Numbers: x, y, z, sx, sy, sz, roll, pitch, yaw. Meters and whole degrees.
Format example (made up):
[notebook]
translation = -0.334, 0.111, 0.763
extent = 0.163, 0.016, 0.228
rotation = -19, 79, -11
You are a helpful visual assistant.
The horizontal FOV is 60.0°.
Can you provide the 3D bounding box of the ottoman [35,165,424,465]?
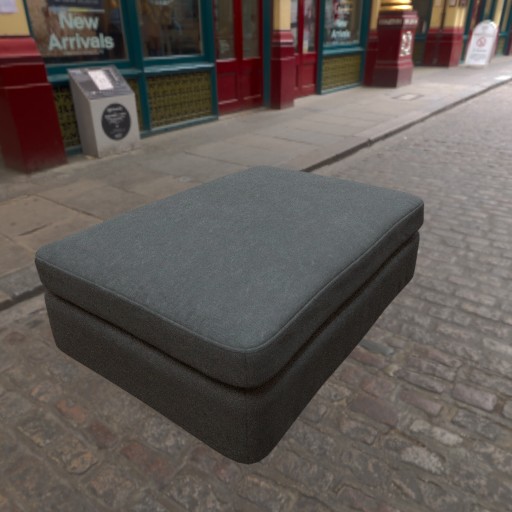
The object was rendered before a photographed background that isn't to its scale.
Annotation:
[ottoman]
translation = 0.000, 0.000, 1.579
extent = 0.840, 0.429, 1.199
rotation = 18, 32, 31
